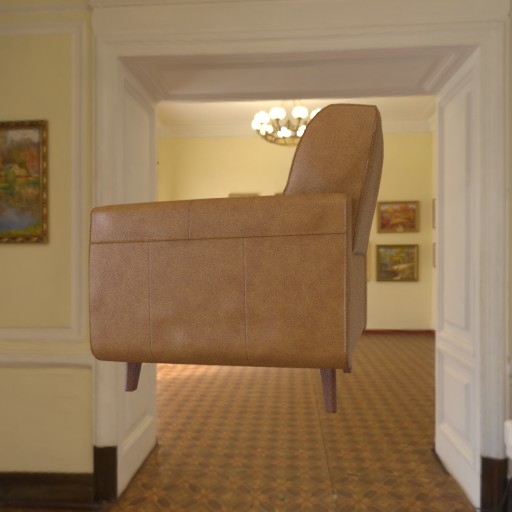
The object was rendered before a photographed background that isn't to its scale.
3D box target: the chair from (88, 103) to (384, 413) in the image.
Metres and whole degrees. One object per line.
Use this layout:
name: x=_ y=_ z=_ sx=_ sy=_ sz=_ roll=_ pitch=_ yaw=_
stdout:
chair: x=0.000 y=0.000 z=1.711 sx=0.942 sy=0.968 sz=0.845 roll=0 pitch=0 yaw=17
